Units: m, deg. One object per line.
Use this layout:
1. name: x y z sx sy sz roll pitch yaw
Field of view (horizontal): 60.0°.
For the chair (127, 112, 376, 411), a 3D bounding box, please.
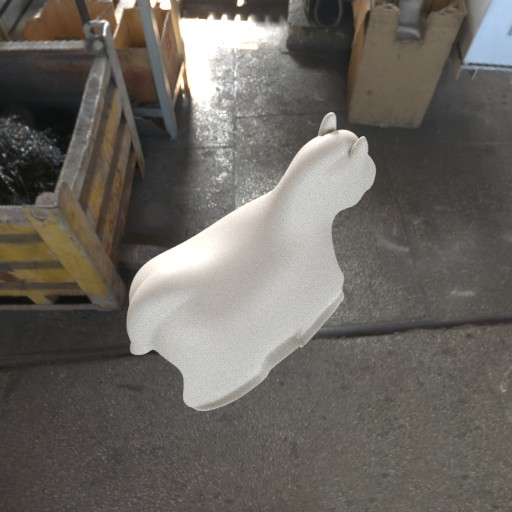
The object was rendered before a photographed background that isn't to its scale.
1. chair: 0.000 0.000 1.191 0.800 0.612 0.429 -34 65 -19
